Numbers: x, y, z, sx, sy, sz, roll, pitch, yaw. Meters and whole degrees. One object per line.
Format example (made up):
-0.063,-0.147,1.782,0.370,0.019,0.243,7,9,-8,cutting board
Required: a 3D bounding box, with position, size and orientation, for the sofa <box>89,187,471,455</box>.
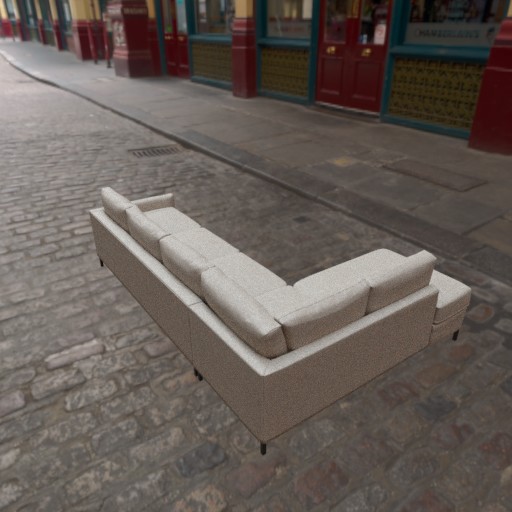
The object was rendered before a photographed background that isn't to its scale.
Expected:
0.000,0.000,3.208,1.617,0.703,2.423,-18,32,-31,sofa
